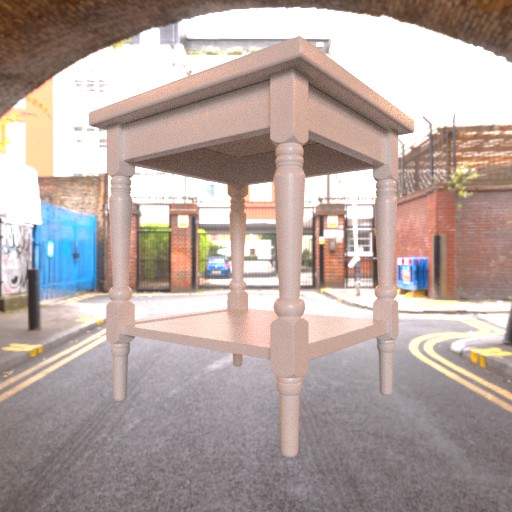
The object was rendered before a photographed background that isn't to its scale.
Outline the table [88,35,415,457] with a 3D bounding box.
[{"bbox_3d":[0.000,0.000,0.888,0.488,0.565,0.442,0,0,38],"label":"table"}]
